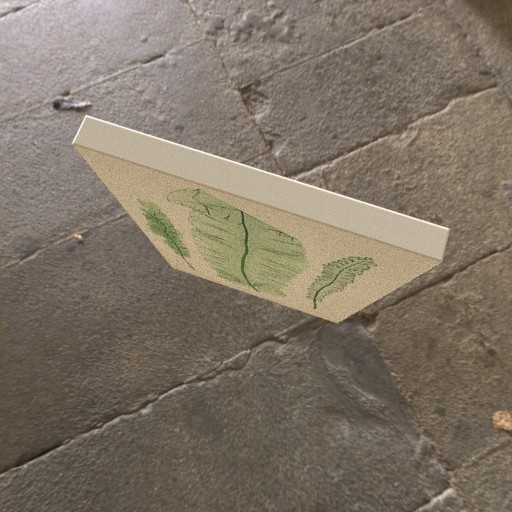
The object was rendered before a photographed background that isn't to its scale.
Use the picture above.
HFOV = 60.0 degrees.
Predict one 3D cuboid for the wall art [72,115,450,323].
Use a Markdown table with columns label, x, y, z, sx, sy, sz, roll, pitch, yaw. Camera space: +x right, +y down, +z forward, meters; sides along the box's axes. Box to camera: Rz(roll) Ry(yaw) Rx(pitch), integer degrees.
| label | x | y | z | sx | sy | sz | roll | pitch | yaw |
| --- | --- | --- | --- | --- | --- | --- | --- | --- | --- |
| wall art | 0.000 | 0.000 | 0.773 | 0.418 | 0.608 | 0.038 | 18 | 76 | 5 |
